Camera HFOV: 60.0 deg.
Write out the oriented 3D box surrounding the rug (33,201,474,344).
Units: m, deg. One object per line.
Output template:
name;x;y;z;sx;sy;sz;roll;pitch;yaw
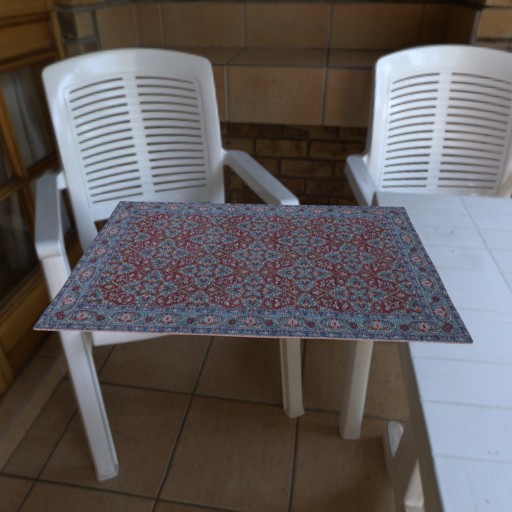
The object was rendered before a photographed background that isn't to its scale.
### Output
rug;0.000;0.000;2.337;1.829;0.009;1.219;1;33;2
